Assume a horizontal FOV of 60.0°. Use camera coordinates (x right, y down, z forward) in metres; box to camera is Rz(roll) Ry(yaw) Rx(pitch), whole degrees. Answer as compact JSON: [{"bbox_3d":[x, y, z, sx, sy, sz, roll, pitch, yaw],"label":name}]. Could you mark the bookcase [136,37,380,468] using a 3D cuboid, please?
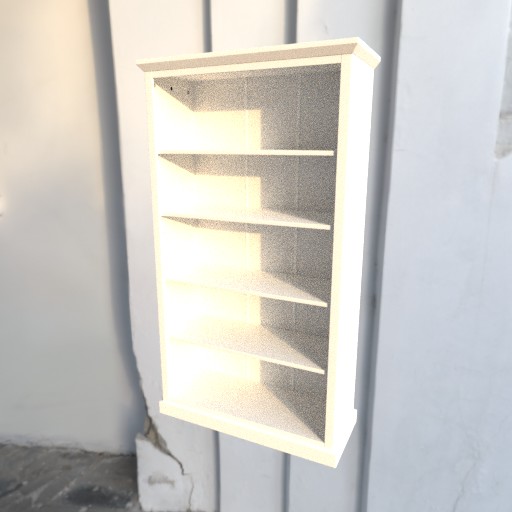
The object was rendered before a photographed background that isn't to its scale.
[{"bbox_3d":[0.000,0.000,2.276,1.050,1.880,0.432,7,16,25],"label":"bookcase"}]
